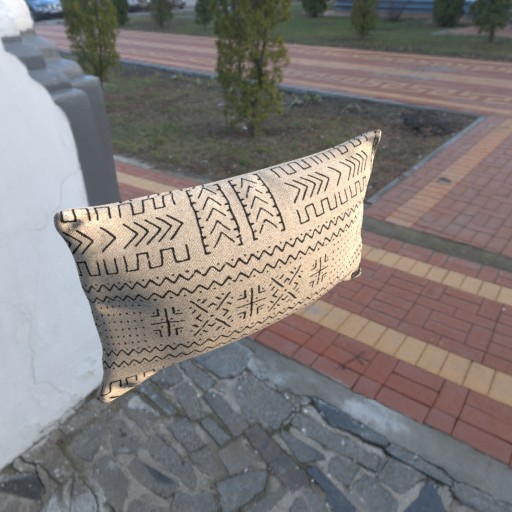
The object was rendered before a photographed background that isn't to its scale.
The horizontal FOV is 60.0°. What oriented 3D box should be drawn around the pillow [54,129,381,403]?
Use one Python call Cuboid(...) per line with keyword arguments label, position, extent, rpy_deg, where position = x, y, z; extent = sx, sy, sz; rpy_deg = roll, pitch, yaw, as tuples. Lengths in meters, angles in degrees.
Cuboid(label="pillow", position=(0.000, 0.000, 0.800), extent=(0.637, 0.352, 0.188), rpy_deg=(-22, 38, -31))
